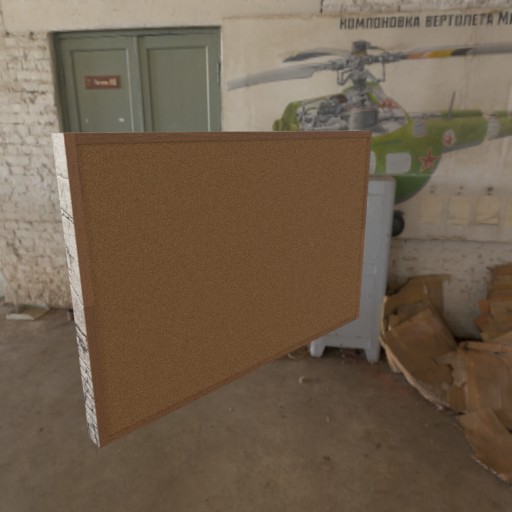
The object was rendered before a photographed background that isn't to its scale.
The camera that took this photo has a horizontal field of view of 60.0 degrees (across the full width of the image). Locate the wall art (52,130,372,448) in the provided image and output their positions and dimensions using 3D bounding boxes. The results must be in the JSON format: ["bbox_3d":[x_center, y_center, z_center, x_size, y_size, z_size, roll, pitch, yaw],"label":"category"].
[{"bbox_3d":[0.000,0.000,0.753,0.613,0.407,0.035,-15,22,-42],"label":"wall art"}]
